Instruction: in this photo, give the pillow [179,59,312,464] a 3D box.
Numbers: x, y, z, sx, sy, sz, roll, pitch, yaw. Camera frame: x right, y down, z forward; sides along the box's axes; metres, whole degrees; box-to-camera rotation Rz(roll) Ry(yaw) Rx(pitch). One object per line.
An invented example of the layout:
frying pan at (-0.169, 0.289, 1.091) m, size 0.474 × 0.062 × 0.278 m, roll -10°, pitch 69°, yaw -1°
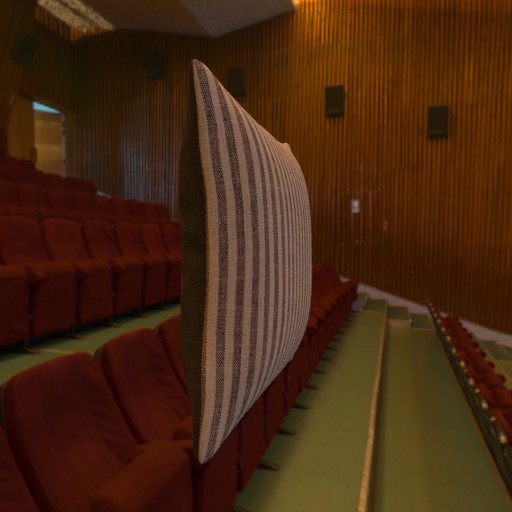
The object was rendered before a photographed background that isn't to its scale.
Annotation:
pillow at (0.000, 0.000, 0.794) m, size 0.166 × 0.506 × 0.523 m, roll 1°, pitch 2°, yaw 17°
